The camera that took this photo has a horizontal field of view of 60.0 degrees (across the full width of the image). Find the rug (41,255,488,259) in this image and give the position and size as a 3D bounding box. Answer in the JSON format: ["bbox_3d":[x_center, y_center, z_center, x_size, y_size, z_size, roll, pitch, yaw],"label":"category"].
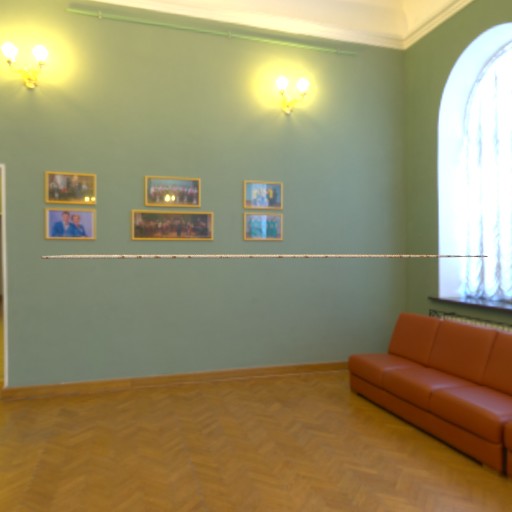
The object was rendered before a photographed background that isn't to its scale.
[{"bbox_3d":[0.000,0.000,2.991,2.435,0.011,1.517,0,0,-18],"label":"rug"}]
